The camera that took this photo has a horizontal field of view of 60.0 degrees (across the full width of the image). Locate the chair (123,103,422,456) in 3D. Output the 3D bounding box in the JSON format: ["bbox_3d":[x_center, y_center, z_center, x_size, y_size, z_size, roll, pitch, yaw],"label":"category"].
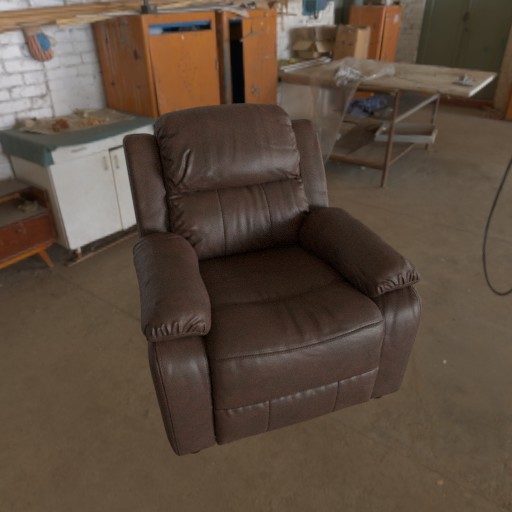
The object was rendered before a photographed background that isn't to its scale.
[{"bbox_3d":[0.000,0.000,1.237,0.680,0.702,0.707,-10,32,-16],"label":"chair"}]
